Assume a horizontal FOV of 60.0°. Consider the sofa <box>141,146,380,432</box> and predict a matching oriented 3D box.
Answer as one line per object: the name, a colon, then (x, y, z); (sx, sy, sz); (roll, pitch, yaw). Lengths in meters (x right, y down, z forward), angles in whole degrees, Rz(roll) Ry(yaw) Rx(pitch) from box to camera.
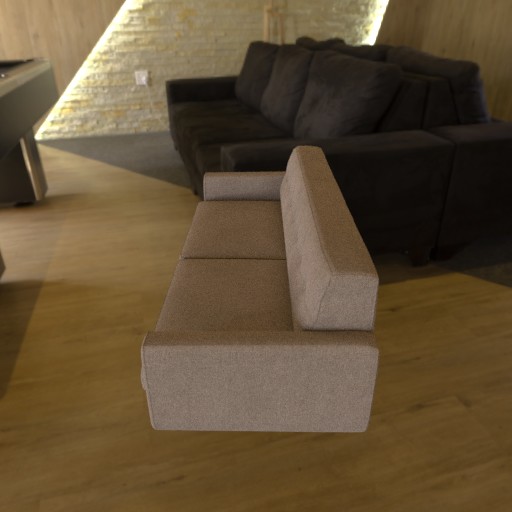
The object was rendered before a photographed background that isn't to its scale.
sofa: (0.000, 0.000, 2.517); (0.909, 0.841, 2.029); (0, 28, 1)
